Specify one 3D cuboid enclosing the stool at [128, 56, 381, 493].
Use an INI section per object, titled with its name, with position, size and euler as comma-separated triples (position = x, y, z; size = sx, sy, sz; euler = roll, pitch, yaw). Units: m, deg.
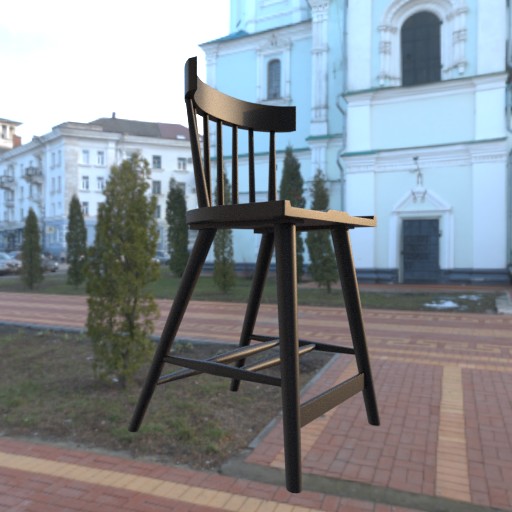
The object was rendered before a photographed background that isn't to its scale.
[stool]
position = 0.000, 0.000, 1.232
size = 0.549, 0.953, 0.494
euler = 0, 1, 36
